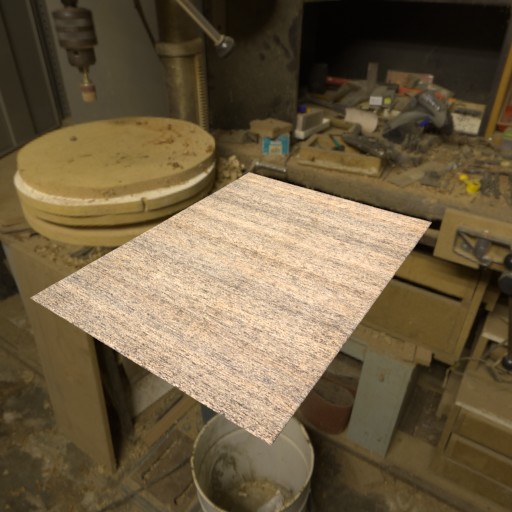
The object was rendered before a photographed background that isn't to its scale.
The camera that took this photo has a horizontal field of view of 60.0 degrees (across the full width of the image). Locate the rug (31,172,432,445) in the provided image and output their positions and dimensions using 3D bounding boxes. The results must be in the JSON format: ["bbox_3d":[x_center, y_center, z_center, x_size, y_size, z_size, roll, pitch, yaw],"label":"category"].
[{"bbox_3d":[0.000,0.000,4.264,2.414,0.036,3.199,21,39,28],"label":"rug"}]
